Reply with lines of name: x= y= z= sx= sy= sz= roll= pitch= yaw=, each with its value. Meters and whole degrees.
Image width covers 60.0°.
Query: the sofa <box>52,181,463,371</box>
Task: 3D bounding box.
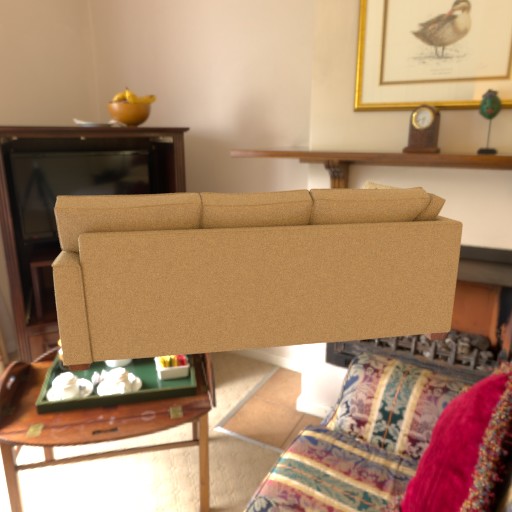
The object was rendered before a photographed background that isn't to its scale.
sofa: x=0.000 y=0.000 z=2.969 sx=2.317 sy=0.962 sz=1.061 roll=-3 pitch=15 yaw=-10
